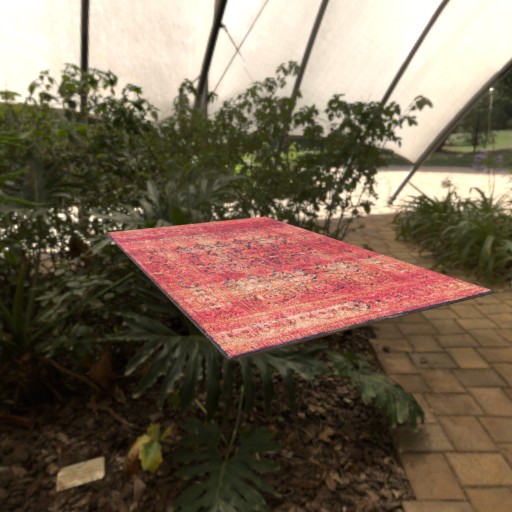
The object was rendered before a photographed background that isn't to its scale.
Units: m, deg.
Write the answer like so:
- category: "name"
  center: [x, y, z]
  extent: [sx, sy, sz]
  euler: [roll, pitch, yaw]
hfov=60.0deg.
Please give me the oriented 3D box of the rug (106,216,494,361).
- category: "rug"
  center: [0.000, 0.000, 3.024]
  extent: [1.539, 0.018, 2.449]
  euler: [-8, 18, -27]
